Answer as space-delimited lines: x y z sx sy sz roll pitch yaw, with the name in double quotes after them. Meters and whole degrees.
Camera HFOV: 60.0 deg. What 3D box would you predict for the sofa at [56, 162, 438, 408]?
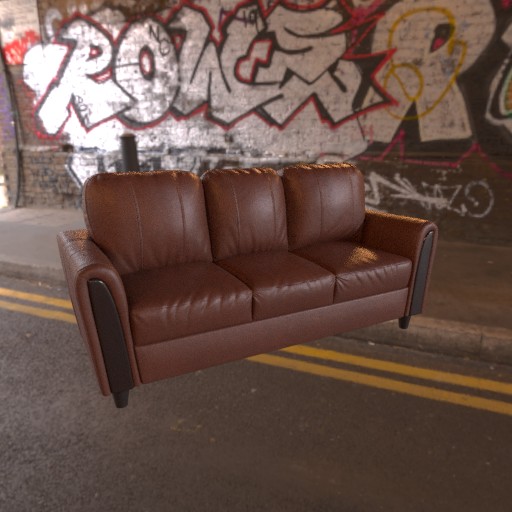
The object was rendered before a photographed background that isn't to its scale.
0.000 0.000 2.339 1.862 0.915 0.802 -8 17 -27 "sofa"
